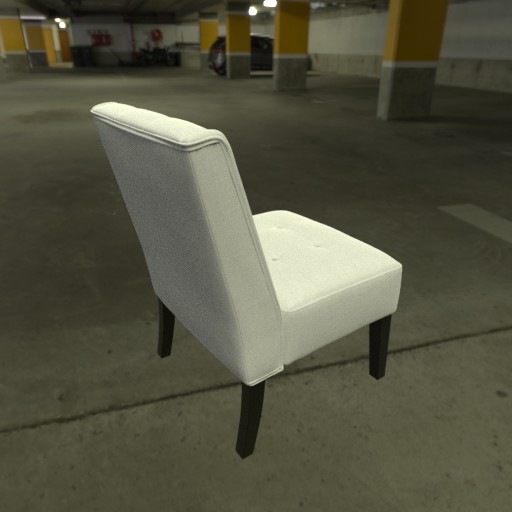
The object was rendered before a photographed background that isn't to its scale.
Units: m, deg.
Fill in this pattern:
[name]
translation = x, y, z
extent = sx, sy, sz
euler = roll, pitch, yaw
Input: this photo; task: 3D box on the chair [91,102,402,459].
[chair]
translation = 0.000, 0.000, 1.296
extent = 0.676, 0.853, 0.569
euler = -17, 30, -31
